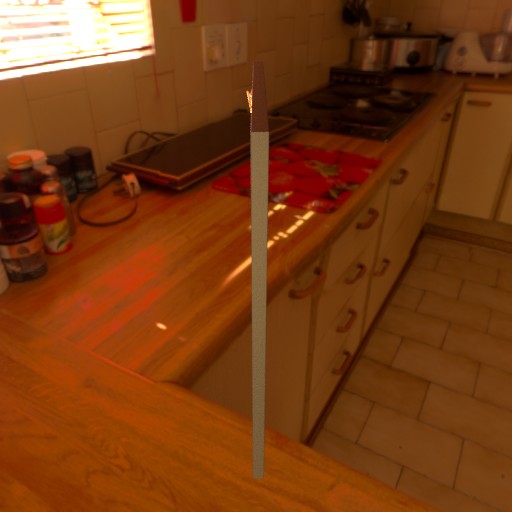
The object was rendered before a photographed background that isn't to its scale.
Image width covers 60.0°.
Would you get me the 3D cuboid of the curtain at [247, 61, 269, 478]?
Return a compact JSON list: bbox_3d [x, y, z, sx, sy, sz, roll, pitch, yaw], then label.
[{"bbox_3d":[0.000,0.000,0.803,0.027,0.585,0.483,0,31,0],"label":"curtain"}]
